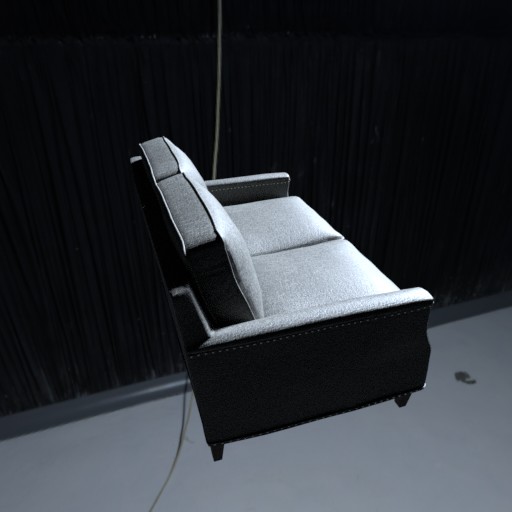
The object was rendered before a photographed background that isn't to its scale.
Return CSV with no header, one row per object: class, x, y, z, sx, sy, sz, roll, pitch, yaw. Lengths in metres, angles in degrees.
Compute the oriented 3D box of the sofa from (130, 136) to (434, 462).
sofa,0.000,0.000,2.299,1.084,1.003,1.597,-9,31,-16
